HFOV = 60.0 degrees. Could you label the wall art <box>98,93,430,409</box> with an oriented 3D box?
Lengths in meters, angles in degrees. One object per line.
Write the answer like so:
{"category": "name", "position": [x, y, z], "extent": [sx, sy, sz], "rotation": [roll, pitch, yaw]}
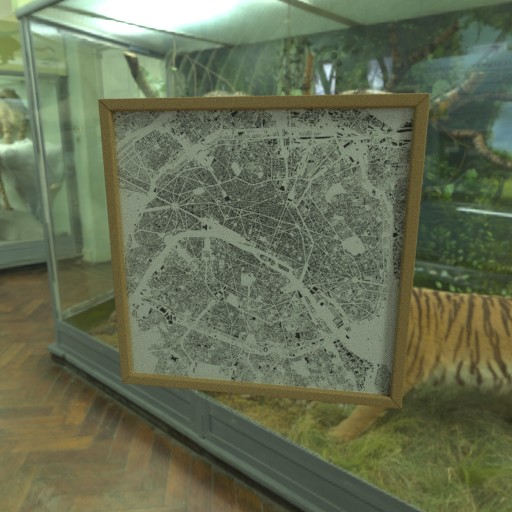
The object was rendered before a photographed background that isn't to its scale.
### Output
{"category": "wall art", "position": [0.000, 0.000, 0.751], "extent": [0.509, 0.509, 0.036], "rotation": [2, 15, 9]}
